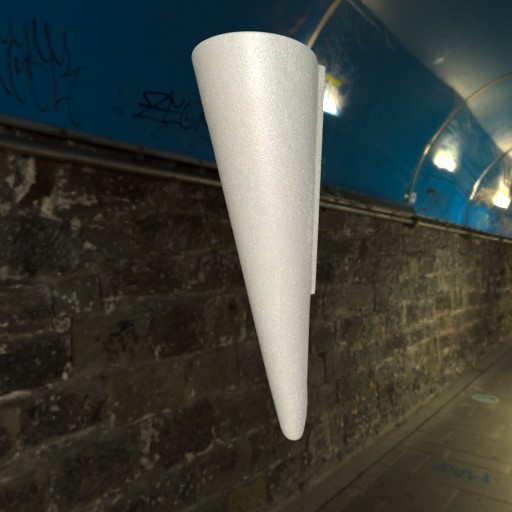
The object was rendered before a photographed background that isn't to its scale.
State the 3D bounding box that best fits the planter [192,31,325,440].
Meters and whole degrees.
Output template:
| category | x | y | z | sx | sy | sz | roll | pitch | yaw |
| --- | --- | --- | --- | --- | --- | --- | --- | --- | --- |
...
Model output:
| category | x | y | z | sx | sy | sz | roll | pitch | yaw |
| --- | --- | --- | --- | --- | --- | --- | --- | --- | --- |
| planter | 0.000 | 0.000 | 0.218 | 0.064 | 0.191 | 0.057 | 0 | 0 | -35 |
